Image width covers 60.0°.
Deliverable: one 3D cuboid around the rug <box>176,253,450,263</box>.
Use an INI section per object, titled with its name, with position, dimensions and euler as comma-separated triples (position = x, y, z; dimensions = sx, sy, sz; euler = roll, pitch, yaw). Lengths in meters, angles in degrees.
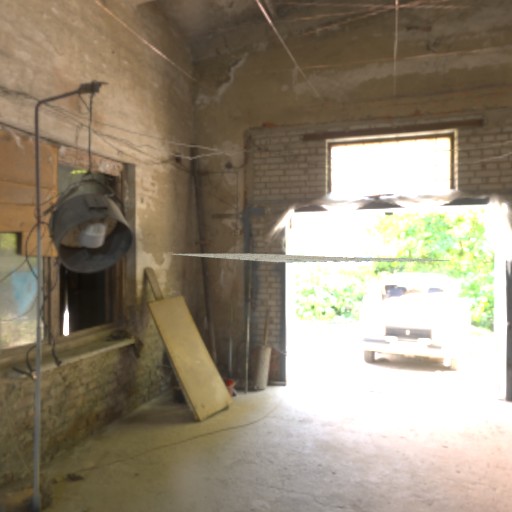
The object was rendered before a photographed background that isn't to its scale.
[rug]
position = 0.000, 0.000, 2.646
dimensions = 0.660, 0.005, 2.464
euler = 0, 1, -19
